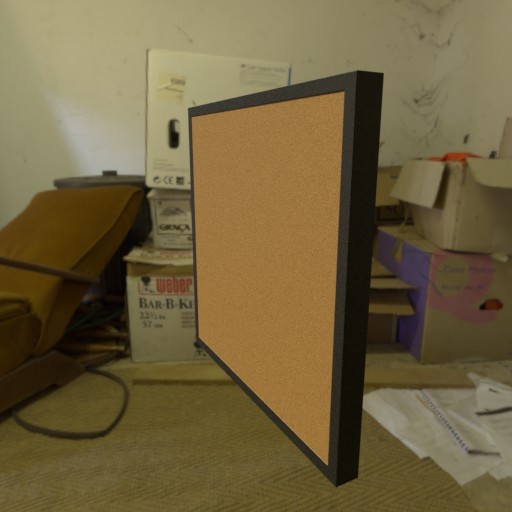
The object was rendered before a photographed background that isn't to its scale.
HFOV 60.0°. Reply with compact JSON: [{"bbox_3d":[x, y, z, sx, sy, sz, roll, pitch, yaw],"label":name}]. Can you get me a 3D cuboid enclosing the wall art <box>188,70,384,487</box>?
[{"bbox_3d":[0.000,0.000,0.740,0.037,0.506,0.506,-7,15,-27],"label":"wall art"}]
